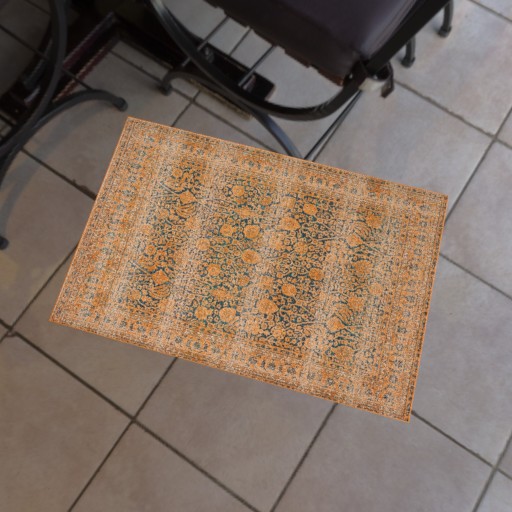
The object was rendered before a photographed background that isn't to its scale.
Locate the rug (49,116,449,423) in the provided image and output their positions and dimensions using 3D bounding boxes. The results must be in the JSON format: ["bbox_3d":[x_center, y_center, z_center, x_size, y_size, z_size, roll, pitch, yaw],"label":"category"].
[{"bbox_3d":[0.000,0.000,2.946,2.336,0.007,1.525,15,76,4],"label":"rug"}]
